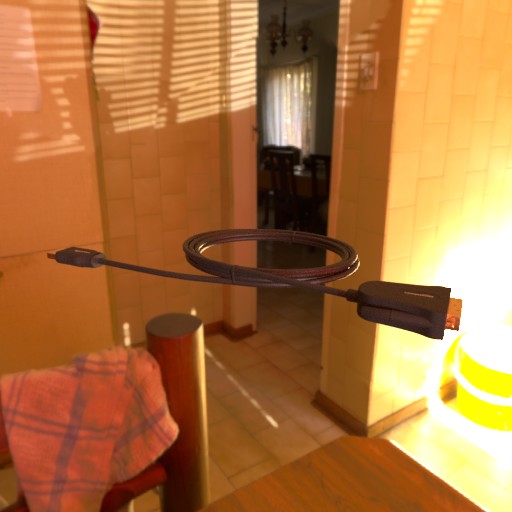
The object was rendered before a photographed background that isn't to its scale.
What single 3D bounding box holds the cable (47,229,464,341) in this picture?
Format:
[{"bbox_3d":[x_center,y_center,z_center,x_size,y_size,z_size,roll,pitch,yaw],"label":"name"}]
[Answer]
[{"bbox_3d":[0.000,0.000,0.327,0.281,0.015,0.136,8,19,25],"label":"cable"}]
